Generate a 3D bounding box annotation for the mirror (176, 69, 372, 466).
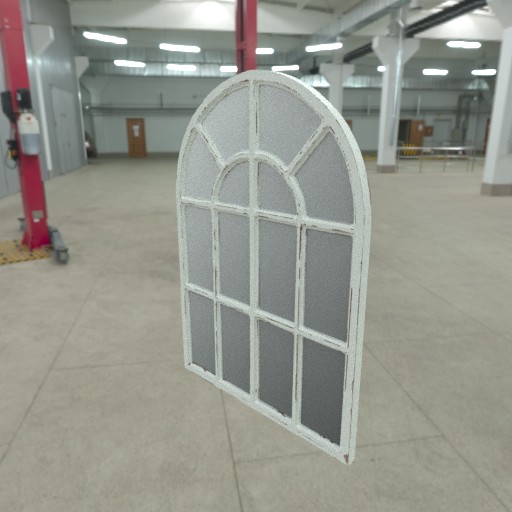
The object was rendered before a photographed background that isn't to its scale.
[{"bbox_3d":[0.000,0.000,1.183,0.660,0.920,0.032,15,22,43],"label":"mirror"}]
